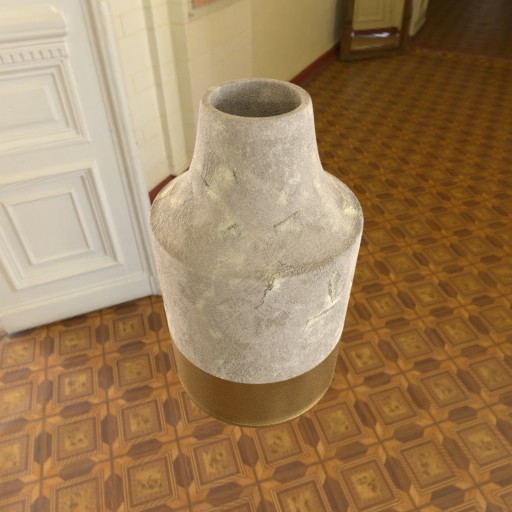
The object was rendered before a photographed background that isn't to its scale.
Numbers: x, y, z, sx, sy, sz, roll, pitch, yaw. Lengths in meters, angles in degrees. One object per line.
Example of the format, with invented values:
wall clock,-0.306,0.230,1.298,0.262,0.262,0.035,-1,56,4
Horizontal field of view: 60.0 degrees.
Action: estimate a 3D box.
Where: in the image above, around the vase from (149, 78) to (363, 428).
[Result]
vase,0.000,0.000,0.419,0.184,0.305,0.184,0,41,0
